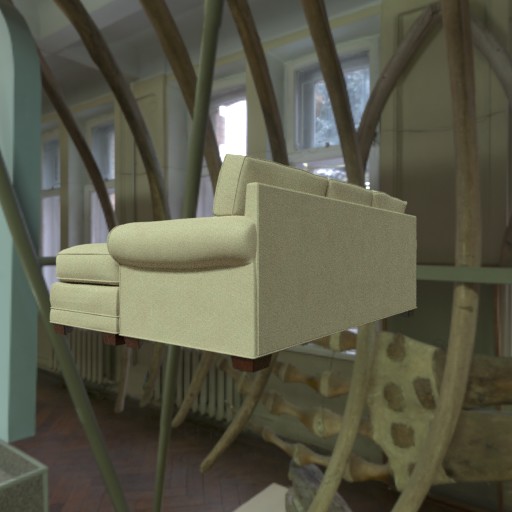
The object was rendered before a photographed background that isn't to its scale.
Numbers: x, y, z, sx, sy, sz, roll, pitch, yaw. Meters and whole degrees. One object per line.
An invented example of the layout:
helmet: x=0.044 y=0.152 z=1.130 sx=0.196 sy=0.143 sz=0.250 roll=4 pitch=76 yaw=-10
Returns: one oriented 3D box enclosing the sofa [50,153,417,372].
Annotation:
sofa: x=0.000 y=0.000 z=2.407 sx=1.226 sy=0.734 sz=1.770 roll=0 pitch=0 yaw=37
